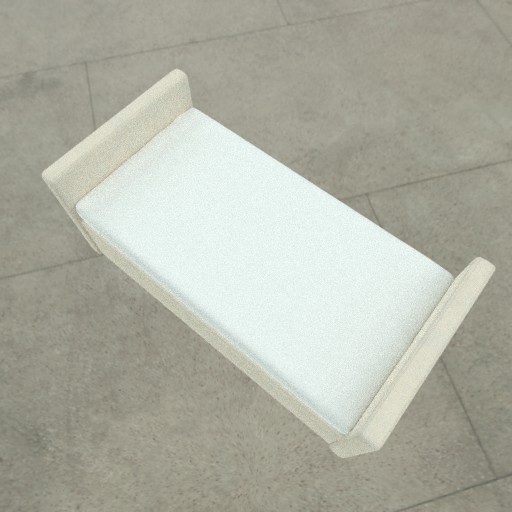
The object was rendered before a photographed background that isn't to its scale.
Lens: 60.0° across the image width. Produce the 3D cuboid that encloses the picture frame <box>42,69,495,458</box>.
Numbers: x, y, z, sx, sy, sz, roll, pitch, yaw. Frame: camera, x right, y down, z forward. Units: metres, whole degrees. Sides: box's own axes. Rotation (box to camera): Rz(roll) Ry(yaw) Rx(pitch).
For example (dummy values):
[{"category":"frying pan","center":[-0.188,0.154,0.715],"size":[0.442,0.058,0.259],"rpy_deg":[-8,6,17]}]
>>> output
[{"category":"picture frame","center":[0.000,0.000,2.659],"size":[2.161,0.891,1.069],"rpy_deg":[36,69,17]}]
